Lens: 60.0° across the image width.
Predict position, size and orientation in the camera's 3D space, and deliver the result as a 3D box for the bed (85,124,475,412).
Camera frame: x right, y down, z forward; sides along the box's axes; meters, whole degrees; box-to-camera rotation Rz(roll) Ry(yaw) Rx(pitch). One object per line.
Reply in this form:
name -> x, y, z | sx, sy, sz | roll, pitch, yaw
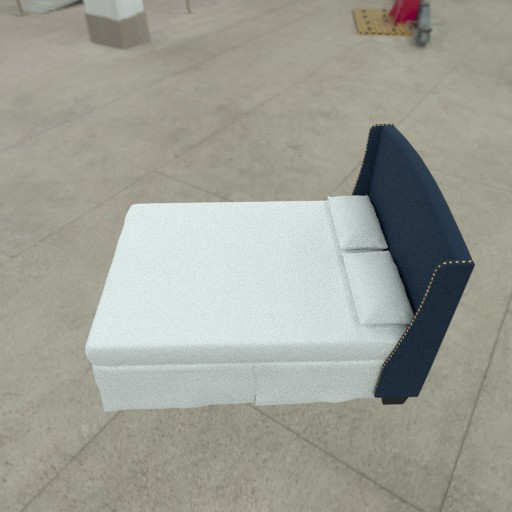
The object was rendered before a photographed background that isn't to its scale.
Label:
bed -> 0.000, 0.000, 3.188 | 2.223, 1.402, 1.604 | -1, 42, -1
